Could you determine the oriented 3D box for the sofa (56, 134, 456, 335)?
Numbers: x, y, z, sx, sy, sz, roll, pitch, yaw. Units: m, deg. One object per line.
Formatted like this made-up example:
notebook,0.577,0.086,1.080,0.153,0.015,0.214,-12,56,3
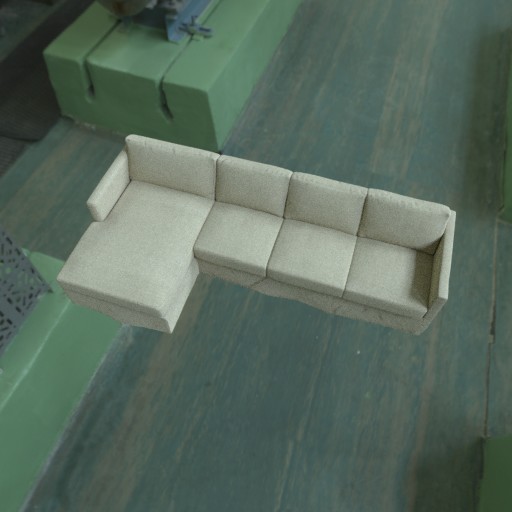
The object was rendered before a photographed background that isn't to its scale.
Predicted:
sofa,0.000,0.000,3.977,3.205,0.922,1.650,15,58,10
